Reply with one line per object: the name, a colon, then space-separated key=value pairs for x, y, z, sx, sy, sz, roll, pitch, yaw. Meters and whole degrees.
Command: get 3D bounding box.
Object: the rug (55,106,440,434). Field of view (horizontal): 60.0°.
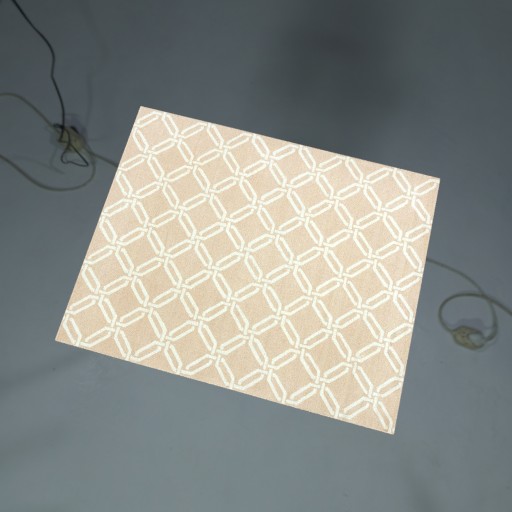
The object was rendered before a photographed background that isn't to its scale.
rug: x=0.000 y=0.000 z=3.904 sx=2.895 sy=0.018 sz=2.288 roll=15 pitch=77 yaw=3
